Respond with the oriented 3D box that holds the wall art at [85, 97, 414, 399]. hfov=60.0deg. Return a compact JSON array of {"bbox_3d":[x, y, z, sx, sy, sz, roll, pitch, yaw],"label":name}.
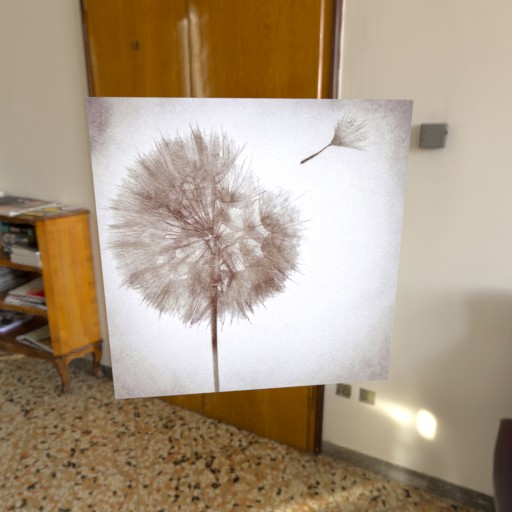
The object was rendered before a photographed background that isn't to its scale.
[{"bbox_3d":[0.000,0.000,1.138,0.762,0.762,0.027,-2,16,-7],"label":"wall art"}]
